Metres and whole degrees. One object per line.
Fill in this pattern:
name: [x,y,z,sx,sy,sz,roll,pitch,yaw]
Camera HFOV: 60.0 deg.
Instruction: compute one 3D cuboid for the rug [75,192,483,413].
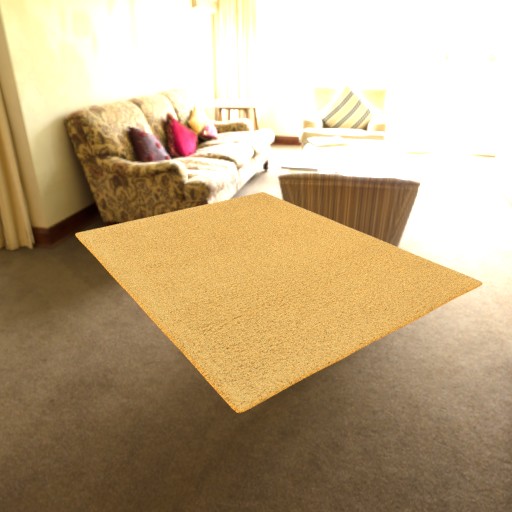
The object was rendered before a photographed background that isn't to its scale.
rug: [0.000,0.000,4.121,2.438,0.029,3.047,-17,31,-32]
